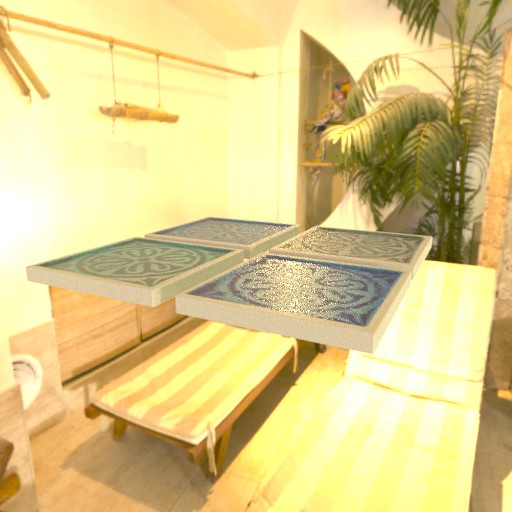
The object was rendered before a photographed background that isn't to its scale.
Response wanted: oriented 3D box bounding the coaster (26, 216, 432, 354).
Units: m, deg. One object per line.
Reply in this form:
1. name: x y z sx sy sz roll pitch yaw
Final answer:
1. coaster: 0.000 0.000 0.324 0.219 0.010 0.214 7 16 26
